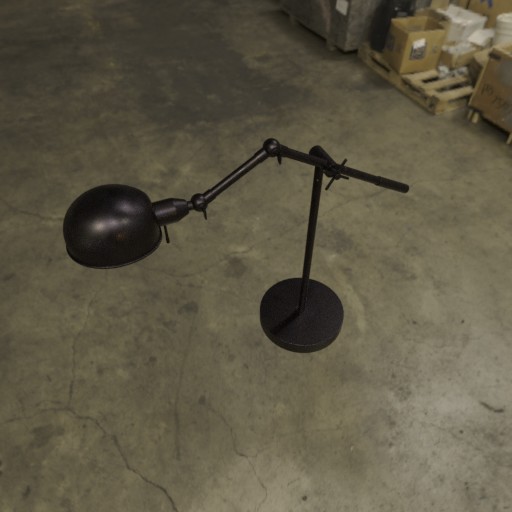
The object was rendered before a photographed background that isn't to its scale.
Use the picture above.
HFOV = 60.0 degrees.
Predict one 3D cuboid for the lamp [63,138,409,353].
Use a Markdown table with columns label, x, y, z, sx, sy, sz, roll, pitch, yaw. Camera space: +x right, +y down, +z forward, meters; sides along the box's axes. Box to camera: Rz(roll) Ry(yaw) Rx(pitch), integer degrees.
| label | x | y | z | sx | sy | sz | roll | pitch | yaw |
| --- | --- | --- | --- | --- | --- | --- | --- | --- | --- |
| lamp | 0.000 | 0.000 | 0.791 | 0.567 | 0.495 | 0.185 | -17 | 49 | -15 |
